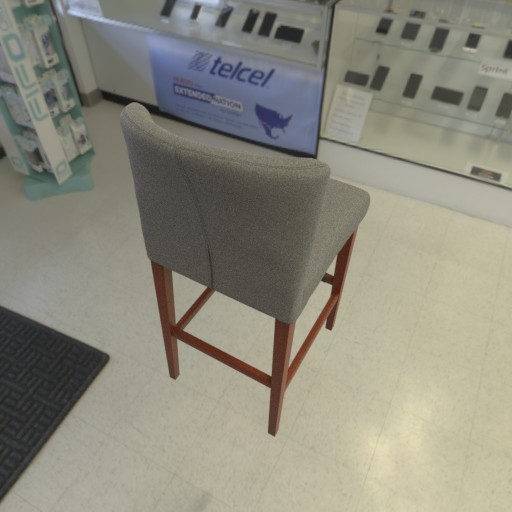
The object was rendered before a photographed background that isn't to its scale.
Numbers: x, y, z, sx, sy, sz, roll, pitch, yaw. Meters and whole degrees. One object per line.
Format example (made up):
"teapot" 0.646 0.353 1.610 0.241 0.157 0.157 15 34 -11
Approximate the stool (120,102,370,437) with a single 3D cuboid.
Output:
"stool" 0.000 0.000 1.329 0.481 1.069 0.568 23 51 20
